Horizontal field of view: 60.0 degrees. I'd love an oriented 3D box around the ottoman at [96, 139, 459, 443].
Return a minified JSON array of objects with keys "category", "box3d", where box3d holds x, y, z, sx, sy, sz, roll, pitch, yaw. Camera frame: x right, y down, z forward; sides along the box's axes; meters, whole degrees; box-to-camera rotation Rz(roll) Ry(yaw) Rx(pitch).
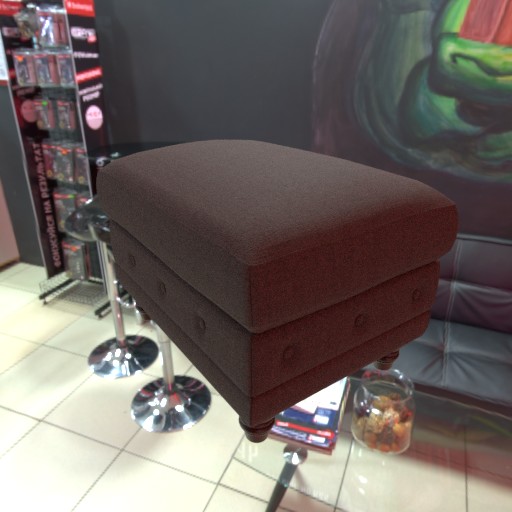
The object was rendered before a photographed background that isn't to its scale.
[{"category":"ottoman","box3d":[0.000,0.000,1.213,0.599,0.555,0.809,-17,29,-32]}]
